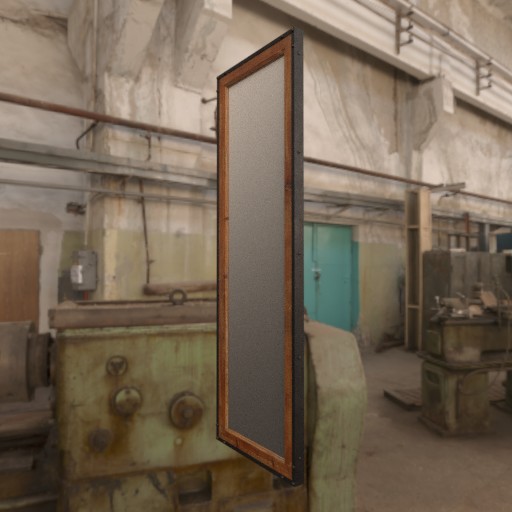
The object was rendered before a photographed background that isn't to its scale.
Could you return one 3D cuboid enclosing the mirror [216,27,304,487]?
[{"bbox_3d":[0.000,0.000,1.184,0.042,1.080,0.354,1,-1,-36],"label":"mirror"}]
